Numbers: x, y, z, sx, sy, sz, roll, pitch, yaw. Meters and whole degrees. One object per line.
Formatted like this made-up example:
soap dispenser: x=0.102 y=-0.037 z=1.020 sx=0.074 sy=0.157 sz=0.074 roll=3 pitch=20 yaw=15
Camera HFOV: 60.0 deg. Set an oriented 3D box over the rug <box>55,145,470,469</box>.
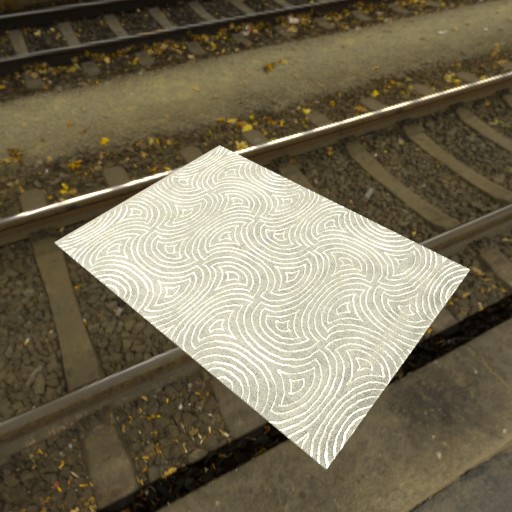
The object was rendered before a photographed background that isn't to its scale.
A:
rug: x=0.000 y=0.000 z=2.809 sx=2.144 sy=0.015 sz=1.543 roll=32 pitch=54 yaw=27
